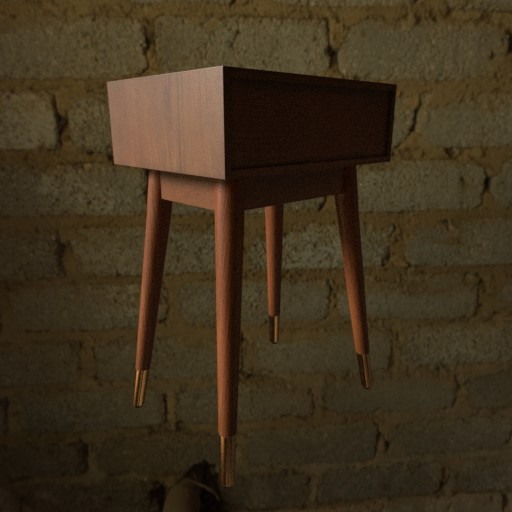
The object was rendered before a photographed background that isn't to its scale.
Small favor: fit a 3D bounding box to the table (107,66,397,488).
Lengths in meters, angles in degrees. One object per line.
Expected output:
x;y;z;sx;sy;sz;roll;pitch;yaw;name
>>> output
0.000;0.000;0.822;0.406;0.599;0.300;-15;22;-41;table
